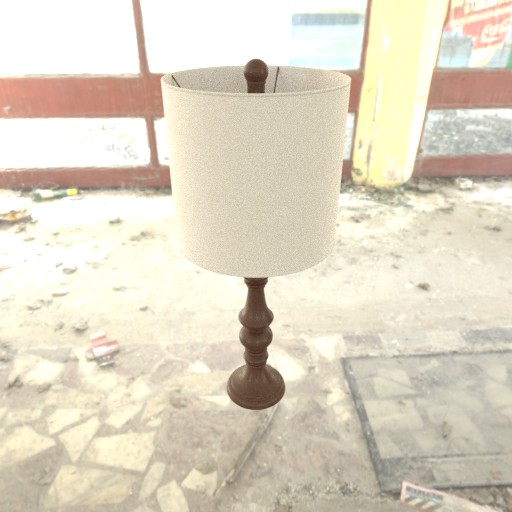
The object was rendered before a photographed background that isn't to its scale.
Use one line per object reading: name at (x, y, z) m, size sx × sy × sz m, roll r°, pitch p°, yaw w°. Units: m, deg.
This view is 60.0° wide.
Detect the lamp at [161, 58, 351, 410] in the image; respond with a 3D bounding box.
lamp at (0.000, 0.000, 0.729) m, size 0.250 × 0.597 × 0.250 m, roll 8°, pitch 31°, yaw 14°
